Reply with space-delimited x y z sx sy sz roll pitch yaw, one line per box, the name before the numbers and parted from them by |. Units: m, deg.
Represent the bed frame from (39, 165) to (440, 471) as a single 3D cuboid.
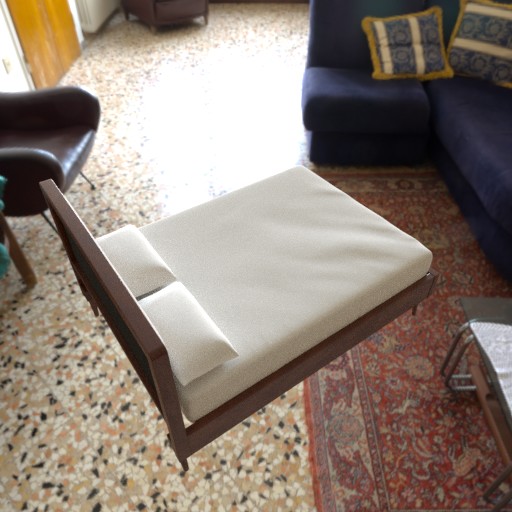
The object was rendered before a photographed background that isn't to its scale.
bed frame | 0.000 0.000 3.141 2.171 1.279 1.587 -26 49 -25
